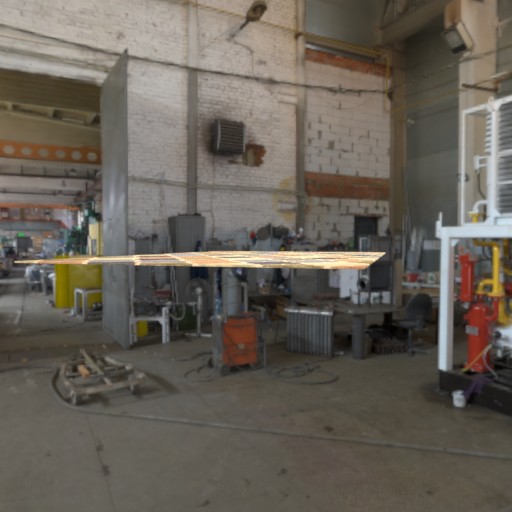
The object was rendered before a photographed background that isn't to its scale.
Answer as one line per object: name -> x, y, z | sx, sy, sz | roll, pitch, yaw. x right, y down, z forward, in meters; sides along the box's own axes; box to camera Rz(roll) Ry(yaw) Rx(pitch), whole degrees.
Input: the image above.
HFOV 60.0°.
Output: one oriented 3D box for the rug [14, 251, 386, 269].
rug -> 0.000, 0.000, 2.260 | 1.216, 0.006, 1.828 | 1, 2, 18
